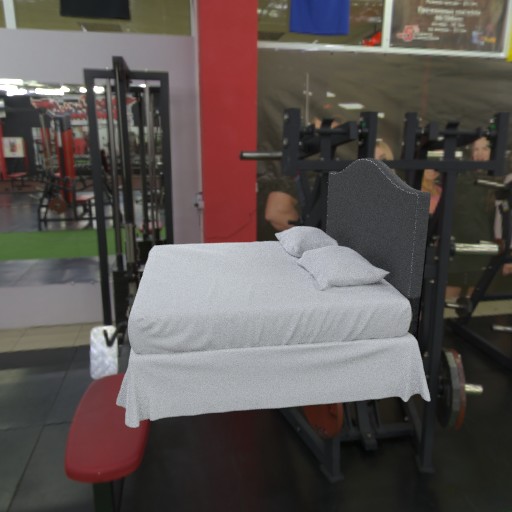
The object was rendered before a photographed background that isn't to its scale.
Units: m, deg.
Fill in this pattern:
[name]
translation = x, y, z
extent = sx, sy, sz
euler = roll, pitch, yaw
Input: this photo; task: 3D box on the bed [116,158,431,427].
[bed]
translation = 0.000, 0.000, 3.855
extent = 2.219, 1.651, 2.314
euler = -2, 15, -8
